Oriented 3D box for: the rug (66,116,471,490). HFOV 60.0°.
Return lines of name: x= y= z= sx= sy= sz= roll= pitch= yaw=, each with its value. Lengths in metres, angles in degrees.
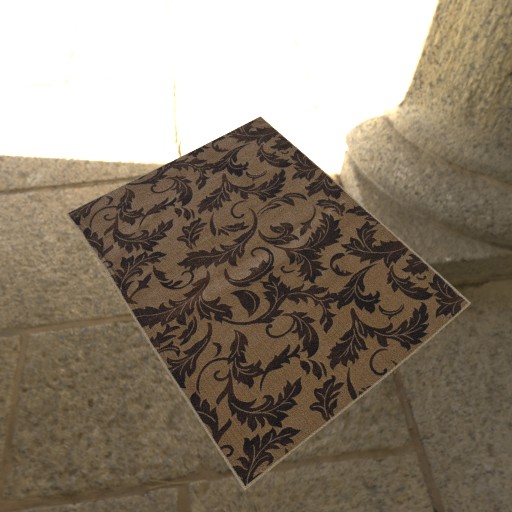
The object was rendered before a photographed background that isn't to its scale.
rug: x=0.000 y=0.000 z=4.018 sx=2.380 sy=0.008 sz=2.977 roll=-32 pitch=63 yaw=-19
